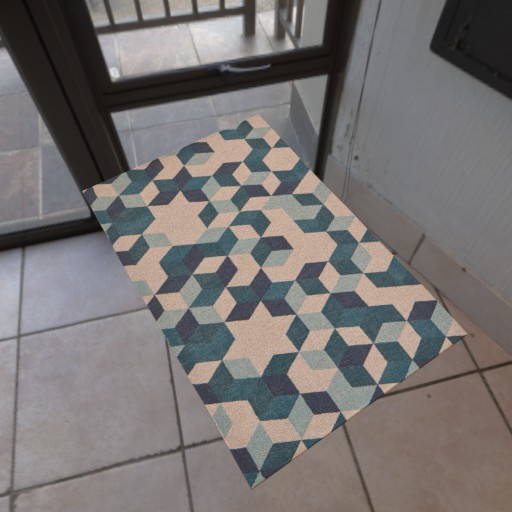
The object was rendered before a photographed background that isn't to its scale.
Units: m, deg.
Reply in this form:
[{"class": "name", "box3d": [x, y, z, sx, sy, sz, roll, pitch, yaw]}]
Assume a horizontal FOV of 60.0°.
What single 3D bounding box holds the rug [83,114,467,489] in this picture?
[{"class": "rug", "box3d": [0.000, 0.000, 2.344, 1.235, 0.014, 1.829, -28, 62, -17]}]
